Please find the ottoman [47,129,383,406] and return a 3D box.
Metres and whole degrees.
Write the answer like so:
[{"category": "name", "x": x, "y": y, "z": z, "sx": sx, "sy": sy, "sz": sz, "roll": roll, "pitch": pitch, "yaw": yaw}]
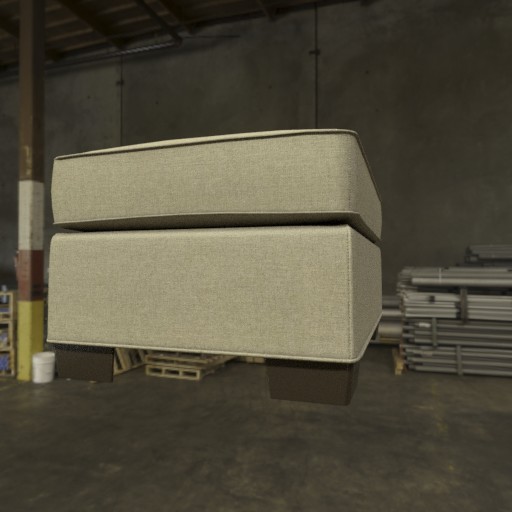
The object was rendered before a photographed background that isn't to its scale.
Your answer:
[{"category": "ottoman", "x": 0.000, "y": 0.000, "z": 1.186, "sx": 0.619, "sy": 0.504, "sz": 0.843, "roll": 0, "pitch": -1, "yaw": 19}]
